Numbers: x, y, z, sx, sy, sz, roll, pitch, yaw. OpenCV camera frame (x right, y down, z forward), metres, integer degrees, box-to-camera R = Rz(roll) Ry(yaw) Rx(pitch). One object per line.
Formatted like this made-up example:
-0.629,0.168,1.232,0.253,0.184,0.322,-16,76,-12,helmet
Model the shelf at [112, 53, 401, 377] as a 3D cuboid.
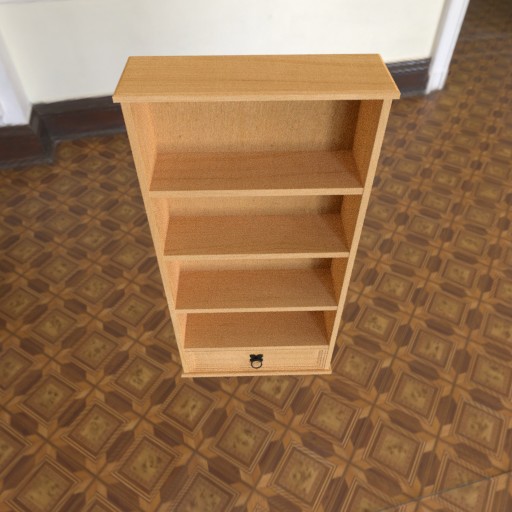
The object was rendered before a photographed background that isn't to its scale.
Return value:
0.000,0.000,1.229,0.520,1.030,0.175,-1,47,-1,shelf
